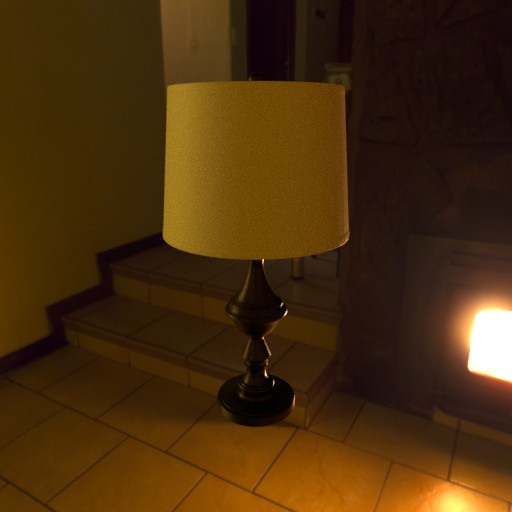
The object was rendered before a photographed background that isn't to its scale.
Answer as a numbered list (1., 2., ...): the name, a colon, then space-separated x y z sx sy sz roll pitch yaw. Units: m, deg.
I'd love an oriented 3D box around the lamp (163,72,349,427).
1. lamp: 0.000 0.000 0.946 0.383 0.726 0.383 0 17 0
